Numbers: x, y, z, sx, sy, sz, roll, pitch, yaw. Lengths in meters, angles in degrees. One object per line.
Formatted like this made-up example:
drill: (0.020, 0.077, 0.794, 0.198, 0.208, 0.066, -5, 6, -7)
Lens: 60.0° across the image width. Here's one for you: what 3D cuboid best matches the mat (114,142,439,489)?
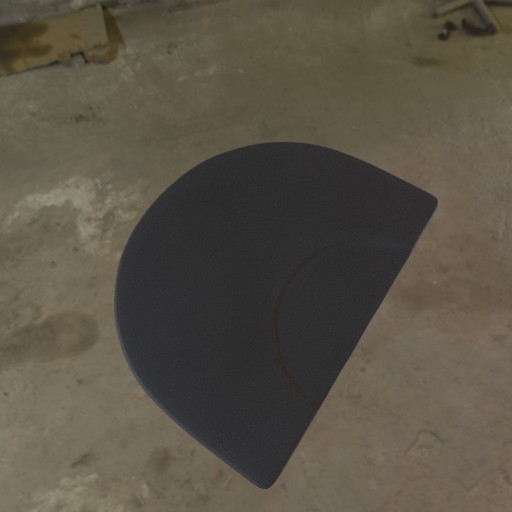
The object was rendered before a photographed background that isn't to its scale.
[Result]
mat: (0.000, 0.000, 1.602, 0.917, 0.016, 1.220, 31, 67, 15)
